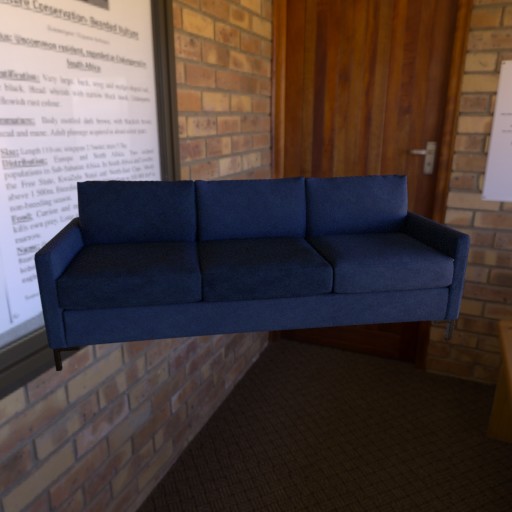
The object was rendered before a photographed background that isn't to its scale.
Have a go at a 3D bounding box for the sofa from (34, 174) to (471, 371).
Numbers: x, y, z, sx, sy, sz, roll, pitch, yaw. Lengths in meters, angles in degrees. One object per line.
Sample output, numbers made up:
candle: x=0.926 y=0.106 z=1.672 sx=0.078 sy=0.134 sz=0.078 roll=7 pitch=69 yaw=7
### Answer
sofa: x=0.000 y=0.000 z=2.654 sx=2.252 sy=0.879 sz=0.875 roll=-3 pitch=17 yaw=-9
